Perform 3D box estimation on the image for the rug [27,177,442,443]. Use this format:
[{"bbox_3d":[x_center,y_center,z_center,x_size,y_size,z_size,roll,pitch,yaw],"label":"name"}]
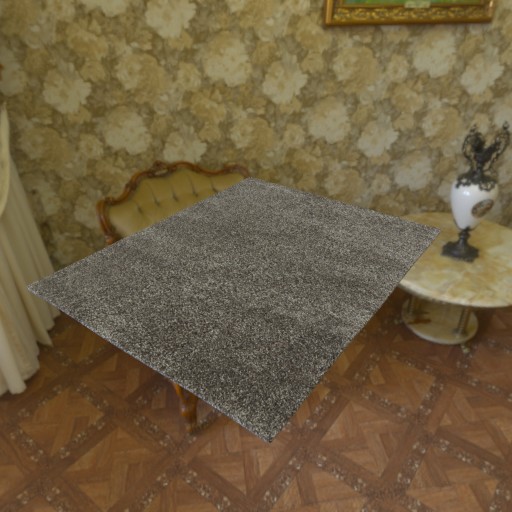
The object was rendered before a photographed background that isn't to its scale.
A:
[{"bbox_3d":[0.000,0.000,3.993,2.401,0.025,3.000,21,37,31],"label":"rug"}]
